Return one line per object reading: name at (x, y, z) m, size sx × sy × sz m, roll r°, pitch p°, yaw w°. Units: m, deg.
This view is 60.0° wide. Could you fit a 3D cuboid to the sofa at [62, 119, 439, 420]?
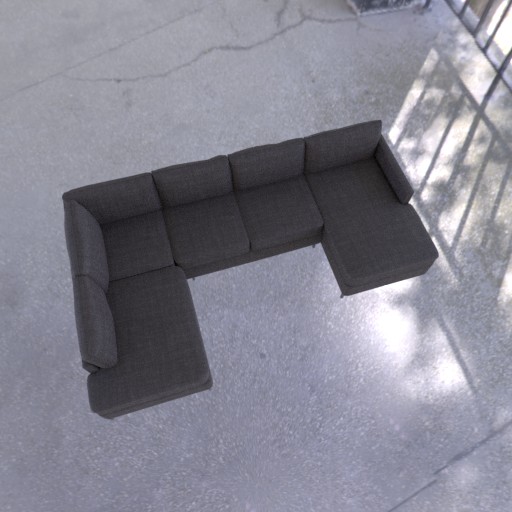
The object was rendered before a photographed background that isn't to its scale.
sofa at (0.000, 0.000, 4.306) m, size 3.423 × 0.999 × 2.048 m, roll -15°, pitch 64°, yaw -8°
